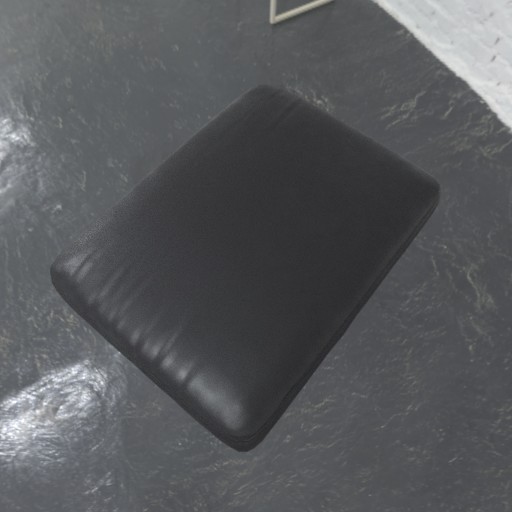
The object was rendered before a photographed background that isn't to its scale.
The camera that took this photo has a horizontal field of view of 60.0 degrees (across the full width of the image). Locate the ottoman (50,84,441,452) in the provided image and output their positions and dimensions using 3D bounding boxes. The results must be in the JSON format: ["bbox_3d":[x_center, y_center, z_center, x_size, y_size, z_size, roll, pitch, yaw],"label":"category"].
[{"bbox_3d":[0.000,0.000,1.102,0.570,0.402,0.764,36,68,17],"label":"ottoman"}]
